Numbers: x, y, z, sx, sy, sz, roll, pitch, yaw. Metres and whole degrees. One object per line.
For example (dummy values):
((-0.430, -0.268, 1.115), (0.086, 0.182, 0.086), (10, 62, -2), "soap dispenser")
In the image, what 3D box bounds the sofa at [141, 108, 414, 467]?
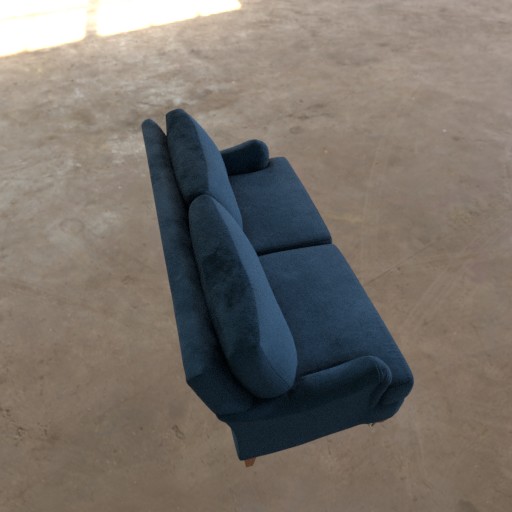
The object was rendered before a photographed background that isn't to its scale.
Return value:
((0.000, 0.000, 2.747), (1.084, 1.101, 2.141), (-11, 46, -11), "sofa")
